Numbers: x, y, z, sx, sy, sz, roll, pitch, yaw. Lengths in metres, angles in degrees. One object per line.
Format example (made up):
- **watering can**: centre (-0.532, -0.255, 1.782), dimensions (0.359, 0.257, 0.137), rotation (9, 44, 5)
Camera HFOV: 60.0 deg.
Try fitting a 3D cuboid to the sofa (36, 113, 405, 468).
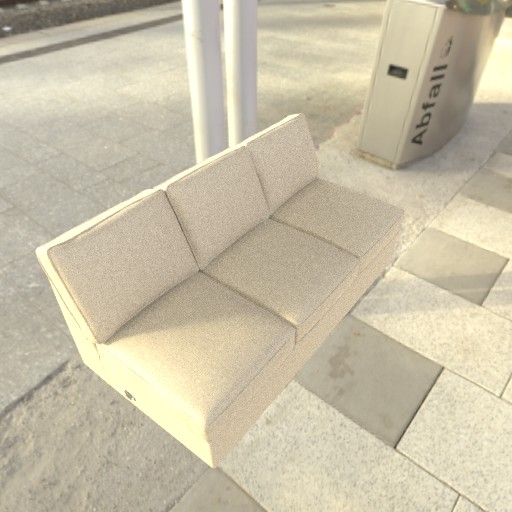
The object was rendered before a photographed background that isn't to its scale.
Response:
- **sofa**: centre (0.000, 0.000, 2.554), dimensions (1.027, 0.973, 1.962), rotation (27, 47, 28)
